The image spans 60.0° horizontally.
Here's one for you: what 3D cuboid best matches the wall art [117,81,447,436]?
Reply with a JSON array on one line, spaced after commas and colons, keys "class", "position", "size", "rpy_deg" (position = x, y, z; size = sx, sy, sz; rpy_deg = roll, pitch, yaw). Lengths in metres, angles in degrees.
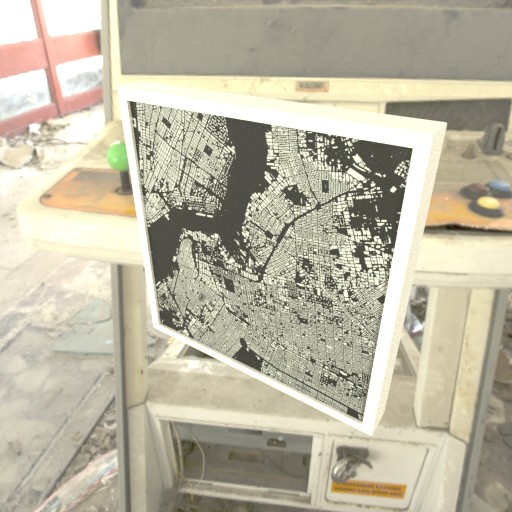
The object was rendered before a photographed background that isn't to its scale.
[{"class": "wall art", "position": [0.000, 0.000, 0.455], "size": [0.305, 0.305, 0.037], "rpy_deg": [19, 36, 28]}]
